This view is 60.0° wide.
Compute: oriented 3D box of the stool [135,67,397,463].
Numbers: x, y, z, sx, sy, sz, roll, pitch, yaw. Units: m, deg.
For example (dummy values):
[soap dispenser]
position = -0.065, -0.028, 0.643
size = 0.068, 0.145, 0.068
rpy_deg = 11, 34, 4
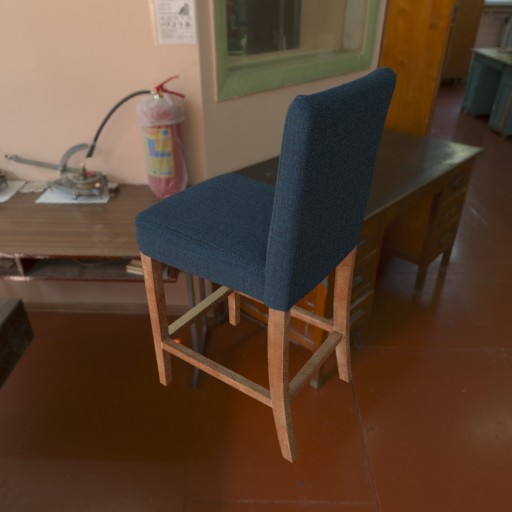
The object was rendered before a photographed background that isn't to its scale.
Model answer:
[stool]
position = 0.000, 0.000, 1.317
size = 0.567, 1.039, 0.454
rpy_deg = 21, 37, 30
